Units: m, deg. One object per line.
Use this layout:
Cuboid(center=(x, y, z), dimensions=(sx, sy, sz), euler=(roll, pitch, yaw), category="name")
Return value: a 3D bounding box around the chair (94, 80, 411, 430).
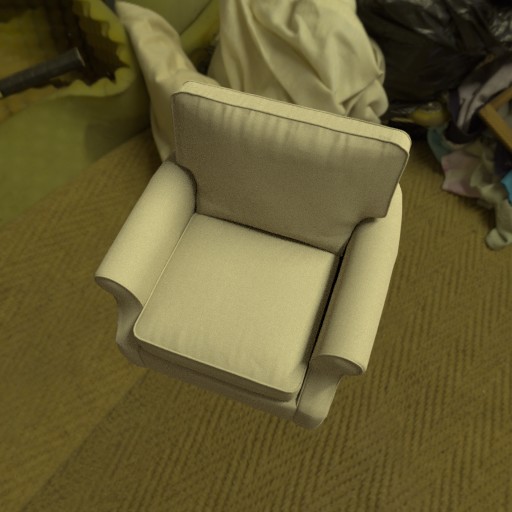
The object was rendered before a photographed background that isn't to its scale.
Cuboid(center=(0.000, 0.000, 1.765), dimensions=(1.029, 0.967, 0.966), euler=(17, 60, 10), category="chair")
